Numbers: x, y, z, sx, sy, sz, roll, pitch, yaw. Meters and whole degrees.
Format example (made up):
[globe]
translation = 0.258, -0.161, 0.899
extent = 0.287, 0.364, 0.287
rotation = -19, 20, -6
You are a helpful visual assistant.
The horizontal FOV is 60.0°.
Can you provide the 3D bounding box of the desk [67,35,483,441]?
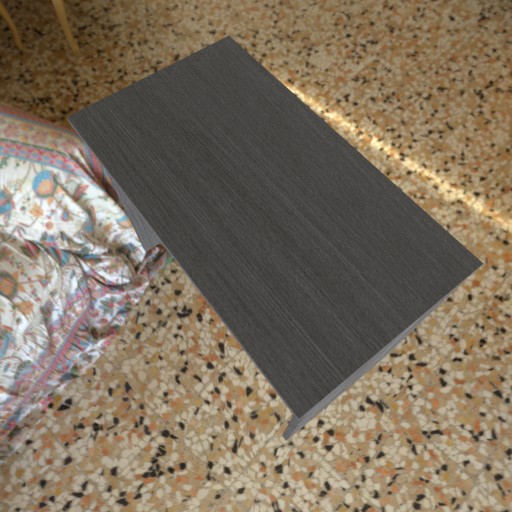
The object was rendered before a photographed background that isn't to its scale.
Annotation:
[desk]
translation = 0.000, 0.000, 1.328
extent = 0.498, 0.724, 0.893
rotation = -34, 68, -16
